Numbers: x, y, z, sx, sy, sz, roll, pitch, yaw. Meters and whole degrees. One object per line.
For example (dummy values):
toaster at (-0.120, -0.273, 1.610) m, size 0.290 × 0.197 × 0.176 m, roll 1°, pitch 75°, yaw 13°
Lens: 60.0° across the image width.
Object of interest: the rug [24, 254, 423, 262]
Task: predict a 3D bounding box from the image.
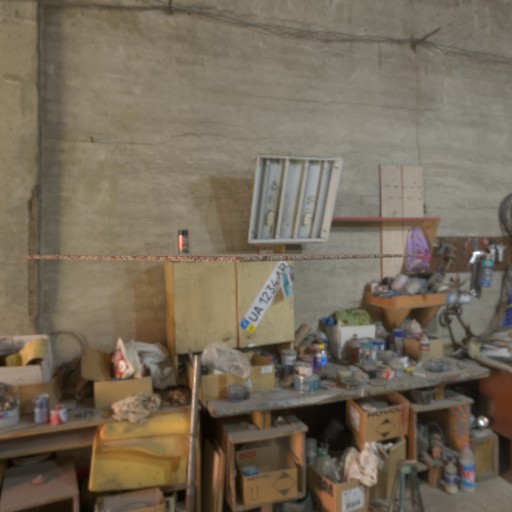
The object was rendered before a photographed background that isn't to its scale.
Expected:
rug at (0.000, 0.000, 2.928) m, size 1.523 × 0.019 × 2.285 m, roll 0°, pitch 1°, yaw 36°
